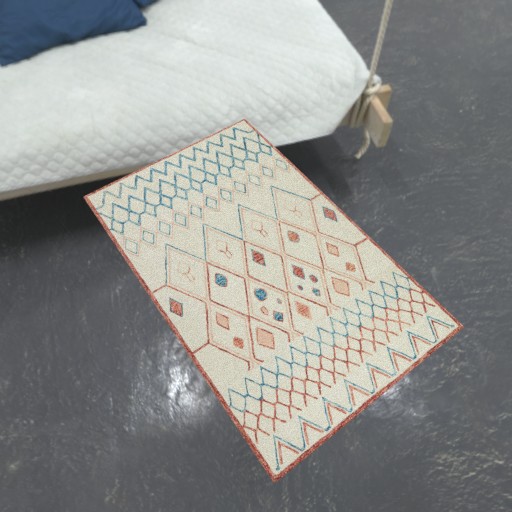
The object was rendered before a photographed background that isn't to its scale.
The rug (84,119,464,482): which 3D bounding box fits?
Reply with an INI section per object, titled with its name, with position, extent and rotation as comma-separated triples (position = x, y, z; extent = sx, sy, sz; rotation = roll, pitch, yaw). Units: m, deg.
[rug]
position = 0.000, 0.000, 3.128
extent = 1.524, 0.015, 2.438
rotation = -31, 63, -18
